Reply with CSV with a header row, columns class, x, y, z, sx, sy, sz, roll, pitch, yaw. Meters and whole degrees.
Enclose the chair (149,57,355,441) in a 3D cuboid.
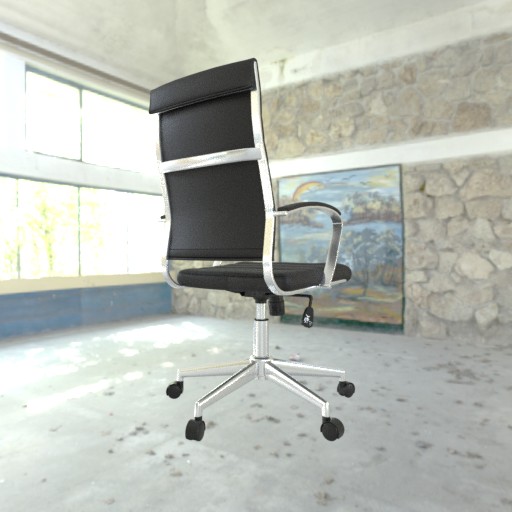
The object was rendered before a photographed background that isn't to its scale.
class,x,y,z,sx,sy,sz,roll,pitch,yaw
chair,0.000,0.000,1.658,0.766,1.149,0.739,0,1,36
